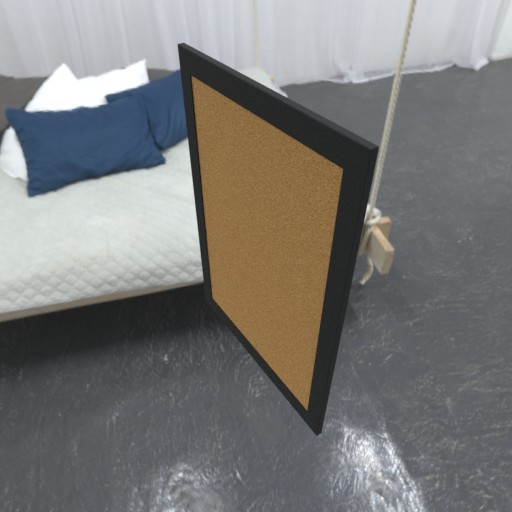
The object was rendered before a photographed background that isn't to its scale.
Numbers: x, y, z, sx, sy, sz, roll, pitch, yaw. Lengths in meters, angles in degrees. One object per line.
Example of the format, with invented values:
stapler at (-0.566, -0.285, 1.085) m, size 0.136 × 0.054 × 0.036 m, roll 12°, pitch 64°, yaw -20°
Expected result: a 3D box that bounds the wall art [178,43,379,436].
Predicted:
wall art at (0.000, 0.000, 0.685) m, size 0.012 × 0.529 × 0.374 m, roll -25°, pitch 47°, yaw -25°
